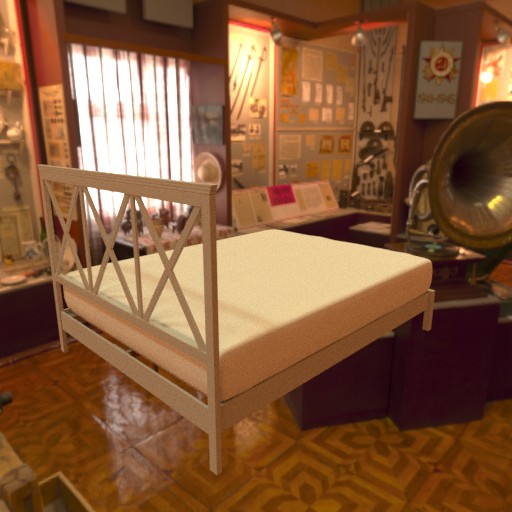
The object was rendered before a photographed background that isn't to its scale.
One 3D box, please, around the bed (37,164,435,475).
[{"bbox_3d":[0.000,0.000,3.048,1.673,1.253,2.135,15,21,43],"label":"bed"}]
